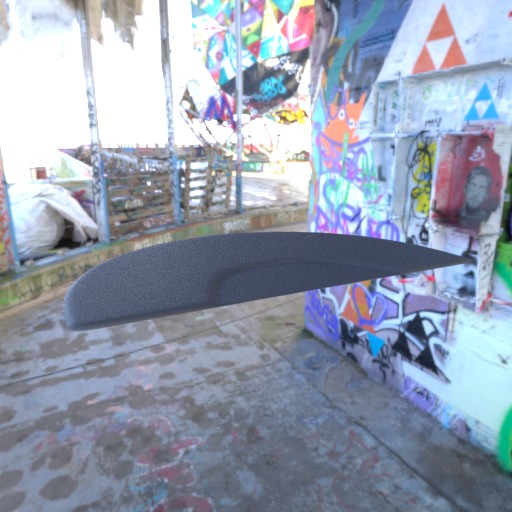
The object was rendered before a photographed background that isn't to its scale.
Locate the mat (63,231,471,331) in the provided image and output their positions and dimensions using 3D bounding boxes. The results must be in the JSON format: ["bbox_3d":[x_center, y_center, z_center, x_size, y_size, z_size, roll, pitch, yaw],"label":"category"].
[{"bbox_3d":[0.000,0.000,1.849,1.525,0.016,0.917,-7,17,-26],"label":"mat"}]
